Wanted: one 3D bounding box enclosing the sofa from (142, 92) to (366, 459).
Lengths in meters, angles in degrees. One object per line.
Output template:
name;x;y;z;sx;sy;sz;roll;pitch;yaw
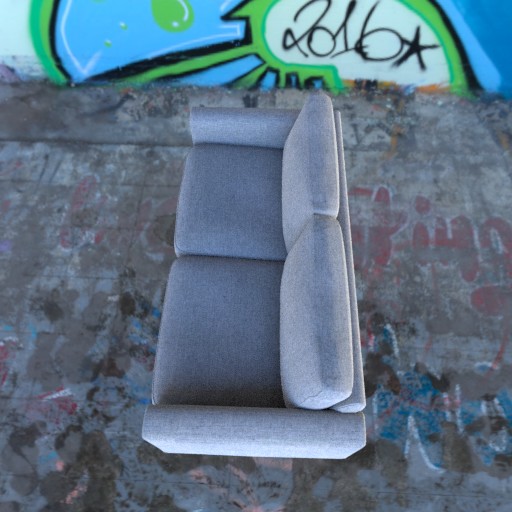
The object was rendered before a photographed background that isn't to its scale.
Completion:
sofa;0.000;0.000;2.451;0.969;0.892;1.978;2;60;1
